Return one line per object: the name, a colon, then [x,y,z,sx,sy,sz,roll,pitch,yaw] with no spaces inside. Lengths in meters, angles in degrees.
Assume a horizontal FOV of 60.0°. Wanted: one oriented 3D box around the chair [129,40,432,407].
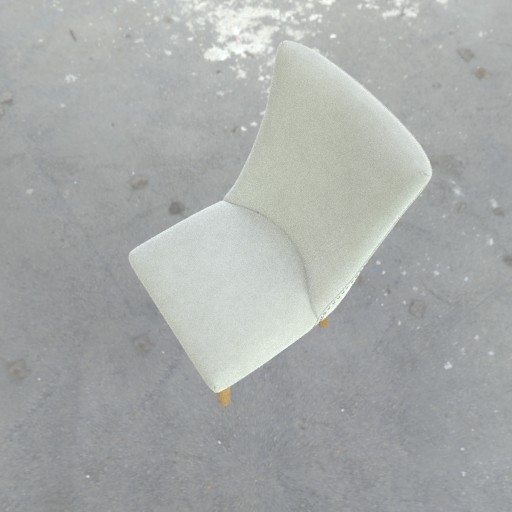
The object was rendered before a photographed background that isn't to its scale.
chair: [0.000,0.000,1.263,0.610,0.902,0.495,-32,67,-15]
